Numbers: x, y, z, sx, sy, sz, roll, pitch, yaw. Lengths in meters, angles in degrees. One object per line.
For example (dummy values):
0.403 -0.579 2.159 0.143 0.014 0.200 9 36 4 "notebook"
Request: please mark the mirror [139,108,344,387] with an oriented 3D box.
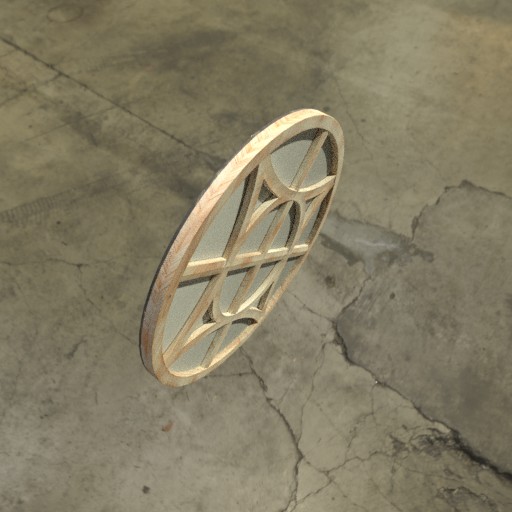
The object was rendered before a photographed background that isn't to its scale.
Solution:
0.000 0.000 1.058 0.038 0.710 0.710 33 62 20 "mirror"
